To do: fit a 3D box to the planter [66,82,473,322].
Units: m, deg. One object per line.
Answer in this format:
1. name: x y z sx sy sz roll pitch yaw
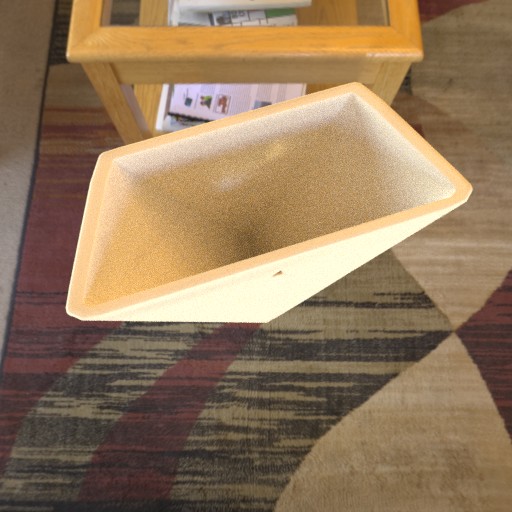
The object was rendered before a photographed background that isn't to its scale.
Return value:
1. planter: 0.000 0.000 0.256 0.150 0.197 0.060 -17 75 -5
